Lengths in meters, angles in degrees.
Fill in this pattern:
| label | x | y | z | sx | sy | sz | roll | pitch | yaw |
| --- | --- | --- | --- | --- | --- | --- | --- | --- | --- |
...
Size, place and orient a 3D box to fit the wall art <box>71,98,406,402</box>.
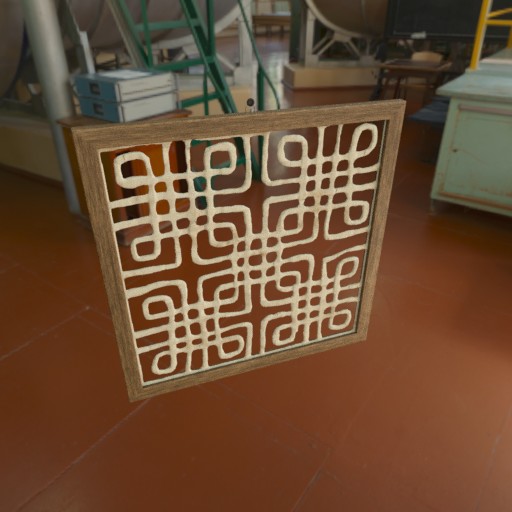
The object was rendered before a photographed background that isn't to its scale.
| label | x | y | z | sx | sy | sz | roll | pitch | yaw |
| --- | --- | --- | --- | --- | --- | --- | --- | --- | --- |
| wall art | 0.000 | 0.000 | 0.853 | 0.561 | 0.582 | 0.021 | -11 | 33 | -17 |
